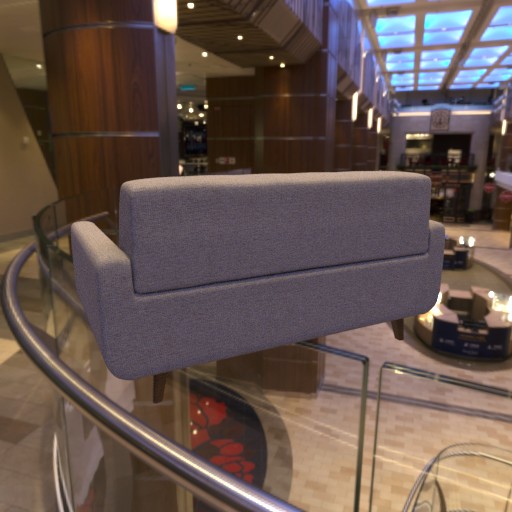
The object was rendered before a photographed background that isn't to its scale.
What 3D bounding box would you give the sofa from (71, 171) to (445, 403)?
[{"bbox_3d":[0.000,0.000,2.214,1.631,0.841,0.909,-7,15,-26],"label":"sofa"}]
